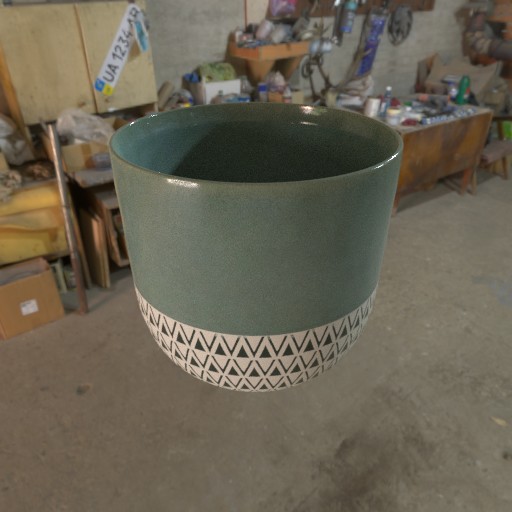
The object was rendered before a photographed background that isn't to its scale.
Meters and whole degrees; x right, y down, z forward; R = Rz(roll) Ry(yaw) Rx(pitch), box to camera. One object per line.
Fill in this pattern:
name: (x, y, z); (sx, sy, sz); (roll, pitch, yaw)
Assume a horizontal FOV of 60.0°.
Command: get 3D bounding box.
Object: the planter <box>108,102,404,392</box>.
planter: (0.000, 0.000, 0.483); (0.266, 0.270, 0.266); (0, 31, 0)
